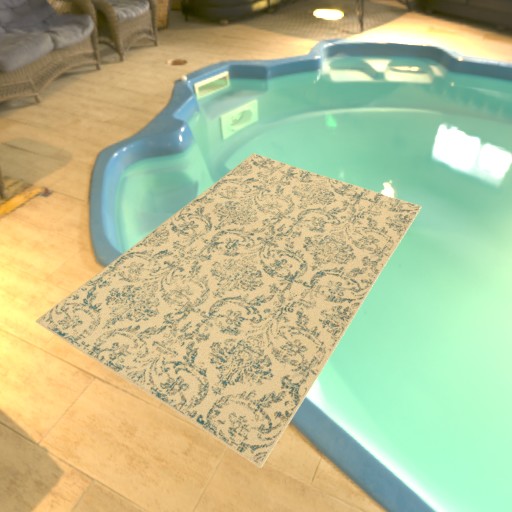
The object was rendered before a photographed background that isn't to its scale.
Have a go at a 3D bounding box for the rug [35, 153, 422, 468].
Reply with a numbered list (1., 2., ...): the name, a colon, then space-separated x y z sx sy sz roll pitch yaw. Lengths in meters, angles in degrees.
1. rug: 0.000 0.000 3.514 1.819 0.018 2.746 23 47 24
